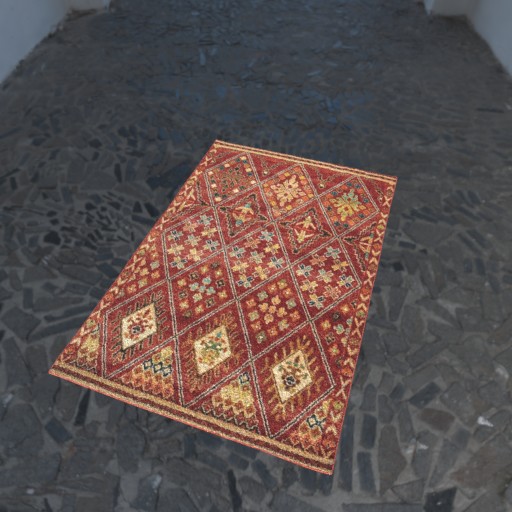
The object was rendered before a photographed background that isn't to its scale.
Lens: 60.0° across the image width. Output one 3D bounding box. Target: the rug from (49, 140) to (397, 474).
[{"bbox_3d":[0.000,0.000,2.876,1.521,0.026,2.286,15,50,13],"label":"rug"}]
